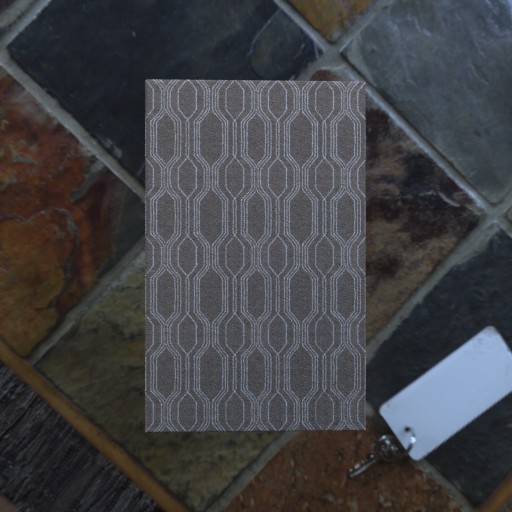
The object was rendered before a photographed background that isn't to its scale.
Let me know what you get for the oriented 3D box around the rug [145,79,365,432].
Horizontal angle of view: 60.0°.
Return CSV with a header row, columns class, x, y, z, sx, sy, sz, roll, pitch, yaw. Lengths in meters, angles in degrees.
class,x,y,z,sx,sy,sz,roll,pitch,yaw
rug,0.000,0.000,3.101,1.541,0.012,2.457,0,90,-1
